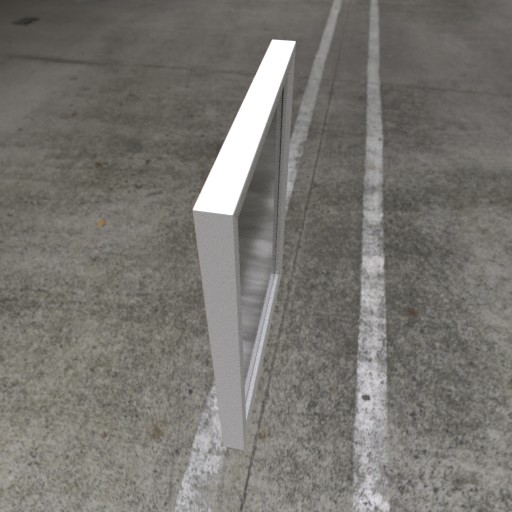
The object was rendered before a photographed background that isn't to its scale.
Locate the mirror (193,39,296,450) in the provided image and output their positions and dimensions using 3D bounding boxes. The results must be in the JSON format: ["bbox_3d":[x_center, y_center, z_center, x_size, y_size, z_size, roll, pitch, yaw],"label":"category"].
[{"bbox_3d":[0.000,0.000,0.697,0.041,0.508,0.405,8,46,8],"label":"mirror"}]
